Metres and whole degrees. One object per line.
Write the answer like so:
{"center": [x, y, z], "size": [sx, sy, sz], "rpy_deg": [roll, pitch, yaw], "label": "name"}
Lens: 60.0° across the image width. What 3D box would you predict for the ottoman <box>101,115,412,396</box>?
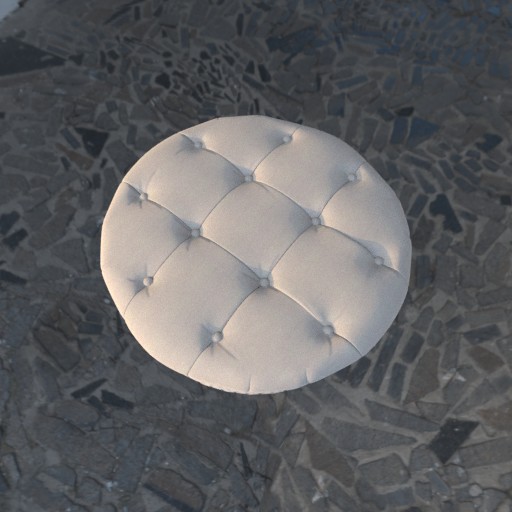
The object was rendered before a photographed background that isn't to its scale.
{"center": [0.000, 0.000, 1.422], "size": [0.901, 0.439, 0.901], "rpy_deg": [0, 63, 0], "label": "ottoman"}
